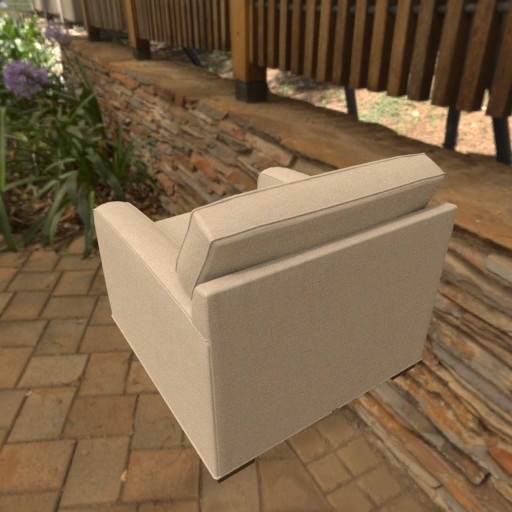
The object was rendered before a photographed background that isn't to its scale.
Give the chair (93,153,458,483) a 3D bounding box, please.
[{"bbox_3d":[0.000,0.000,1.798,0.998,0.913,1.043,-18,34,-29],"label":"chair"}]
